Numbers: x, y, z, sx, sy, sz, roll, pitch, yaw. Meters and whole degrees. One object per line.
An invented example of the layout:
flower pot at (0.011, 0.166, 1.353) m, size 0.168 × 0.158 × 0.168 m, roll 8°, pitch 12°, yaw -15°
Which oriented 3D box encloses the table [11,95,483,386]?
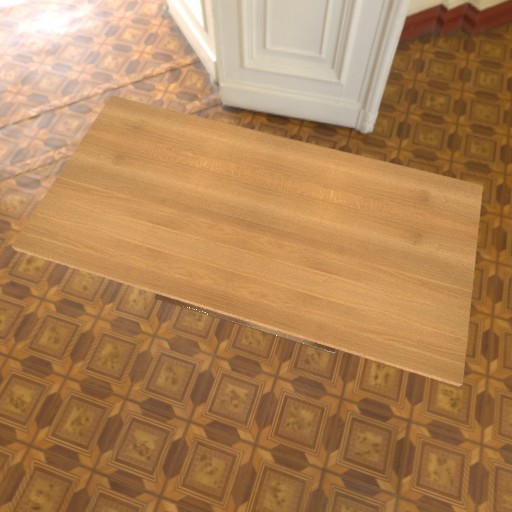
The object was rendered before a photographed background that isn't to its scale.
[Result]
table at (0.000, 0.000, 2.202) m, size 1.800 × 0.750 × 0.900 m, roll 16°, pitch 63°, yaw 8°
